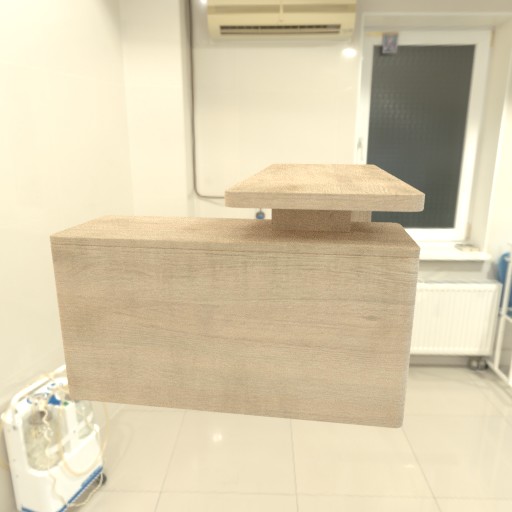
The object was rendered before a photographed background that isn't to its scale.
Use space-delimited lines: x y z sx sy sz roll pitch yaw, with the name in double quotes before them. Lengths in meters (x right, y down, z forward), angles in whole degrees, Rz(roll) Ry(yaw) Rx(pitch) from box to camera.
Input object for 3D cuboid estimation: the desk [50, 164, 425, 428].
"desk" 0.000 0.000 2.083 1.175 0.770 1.400 2 15 8
